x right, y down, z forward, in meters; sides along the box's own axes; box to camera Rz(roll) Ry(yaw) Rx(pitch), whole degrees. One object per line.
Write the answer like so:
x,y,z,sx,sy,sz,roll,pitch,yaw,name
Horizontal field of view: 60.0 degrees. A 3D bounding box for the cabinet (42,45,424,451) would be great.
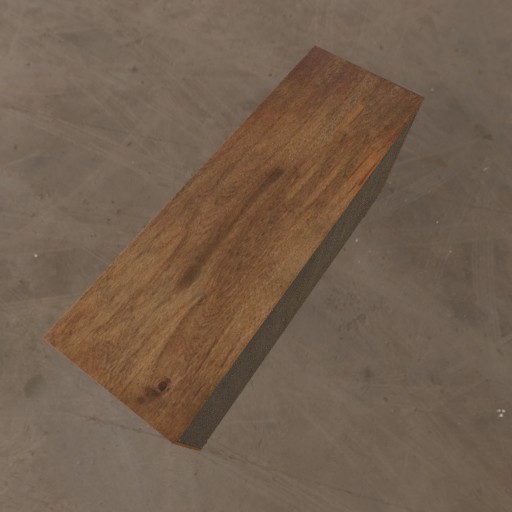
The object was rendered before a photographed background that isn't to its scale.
0.000,0.000,1.742,0.480,0.812,1.373,33,69,14,cabinet
